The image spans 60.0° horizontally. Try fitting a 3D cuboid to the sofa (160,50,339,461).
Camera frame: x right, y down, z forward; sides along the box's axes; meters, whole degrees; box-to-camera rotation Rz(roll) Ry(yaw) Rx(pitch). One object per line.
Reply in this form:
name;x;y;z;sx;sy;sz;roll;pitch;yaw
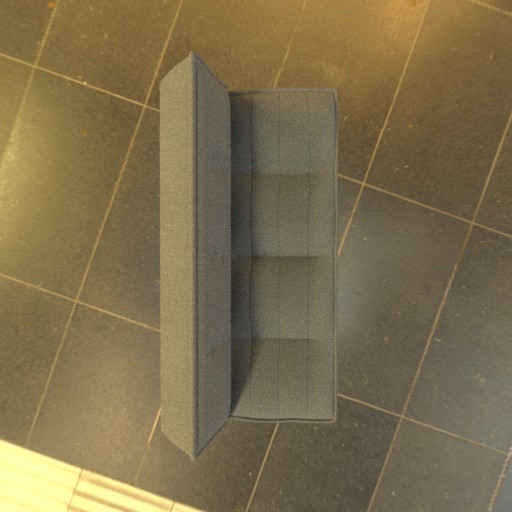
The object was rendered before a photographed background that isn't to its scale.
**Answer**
sofa;0.000;0.000;2.512;0.950;0.890;1.940;0;91;0
